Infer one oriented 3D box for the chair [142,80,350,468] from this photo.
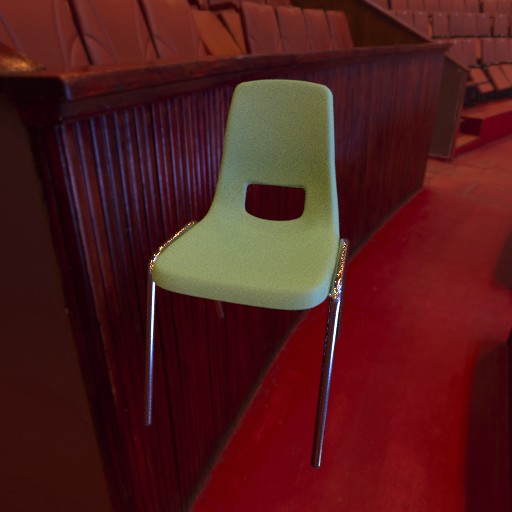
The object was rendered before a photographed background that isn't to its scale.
[{"bbox_3d":[0.000,0.000,0.929,0.381,0.653,0.436,8,28,15],"label":"chair"}]
